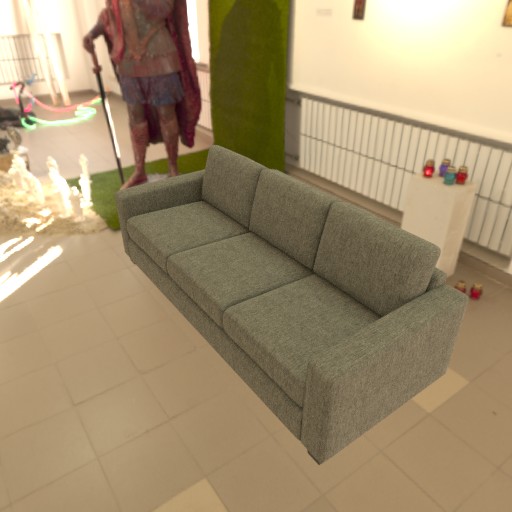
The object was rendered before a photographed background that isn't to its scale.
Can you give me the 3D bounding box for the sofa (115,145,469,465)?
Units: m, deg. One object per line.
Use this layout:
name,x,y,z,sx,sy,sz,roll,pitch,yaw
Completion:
sofa,0.000,0.000,2.635,0.900,0.800,2.160,-21,37,-30
